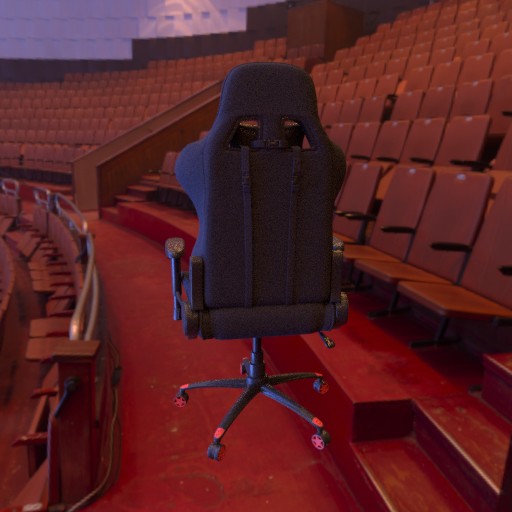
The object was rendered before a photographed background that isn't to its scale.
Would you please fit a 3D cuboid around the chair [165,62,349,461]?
[{"bbox_3d":[0.000,0.000,1.739,0.695,1.326,0.658,-2,13,-10],"label":"chair"}]
